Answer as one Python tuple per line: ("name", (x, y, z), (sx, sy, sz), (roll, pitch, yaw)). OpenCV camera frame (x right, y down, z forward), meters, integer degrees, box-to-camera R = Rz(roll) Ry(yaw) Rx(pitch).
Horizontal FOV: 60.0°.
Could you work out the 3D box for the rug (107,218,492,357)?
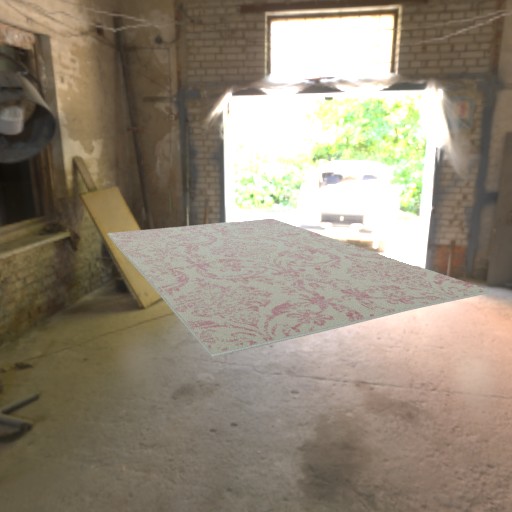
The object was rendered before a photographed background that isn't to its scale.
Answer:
("rug", (0.000, 0.000, 2.323), (1.219, 0.012, 1.839), (-8, 17, -26))
